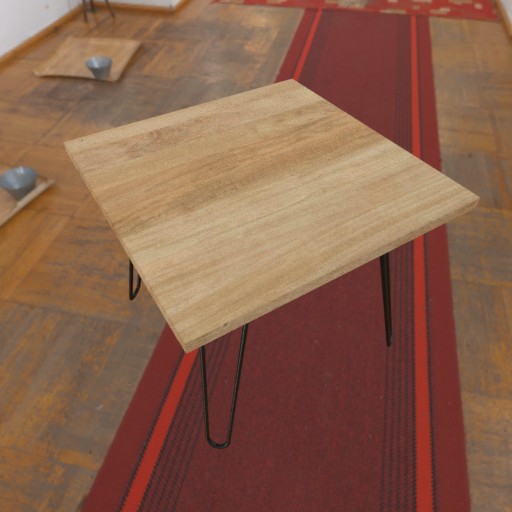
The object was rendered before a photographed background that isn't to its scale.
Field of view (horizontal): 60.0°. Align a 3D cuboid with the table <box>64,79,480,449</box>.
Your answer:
[{"bbox_3d":[0.000,0.000,1.058,0.599,0.500,0.599,-24,50,-22],"label":"table"}]
